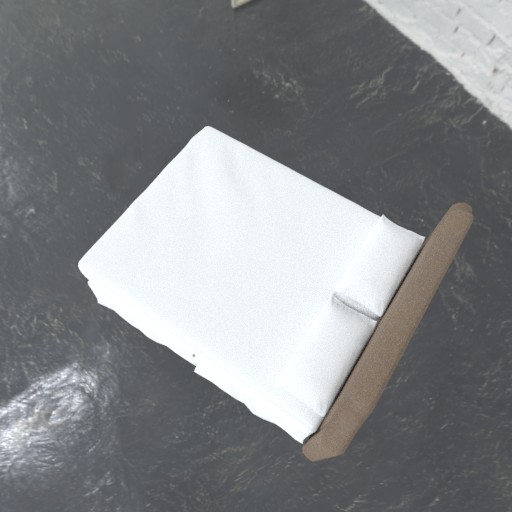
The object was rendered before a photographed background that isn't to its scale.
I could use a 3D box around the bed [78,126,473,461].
[{"bbox_3d":[0.000,0.000,3.070,2.116,1.290,1.693,31,68,14],"label":"bed"}]
